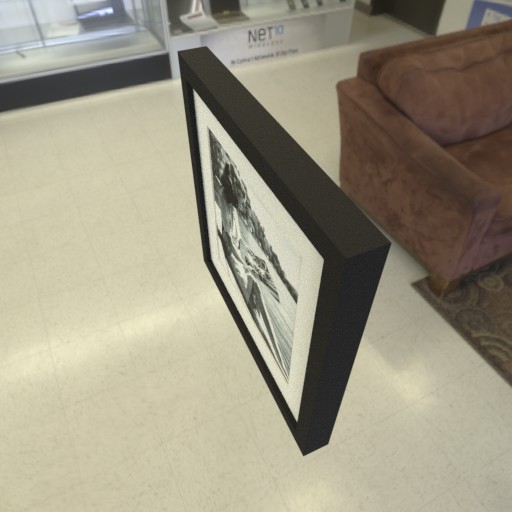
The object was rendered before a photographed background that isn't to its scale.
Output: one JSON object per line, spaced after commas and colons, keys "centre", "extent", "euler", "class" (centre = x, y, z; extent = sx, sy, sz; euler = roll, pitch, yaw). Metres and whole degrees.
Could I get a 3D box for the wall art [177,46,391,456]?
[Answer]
{"centre": [0.000, 0.000, 0.456], "extent": [0.030, 0.305, 0.308], "euler": [-18, 49, -17], "class": "wall art"}
